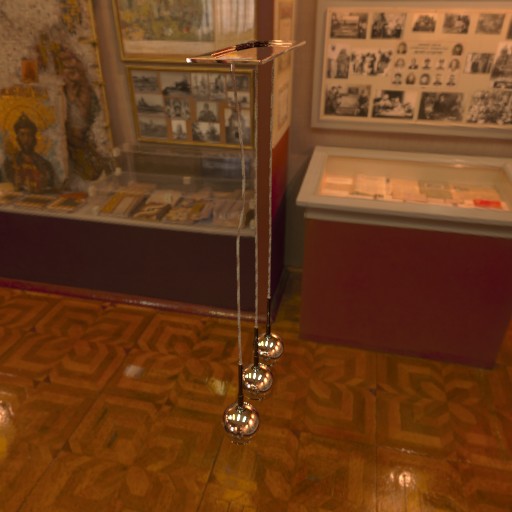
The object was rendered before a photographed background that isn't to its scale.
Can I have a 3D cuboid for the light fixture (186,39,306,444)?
[{"bbox_3d":[0.000,0.000,1.653,0.188,1.408,0.623,8,31,13],"label":"light fixture"}]
